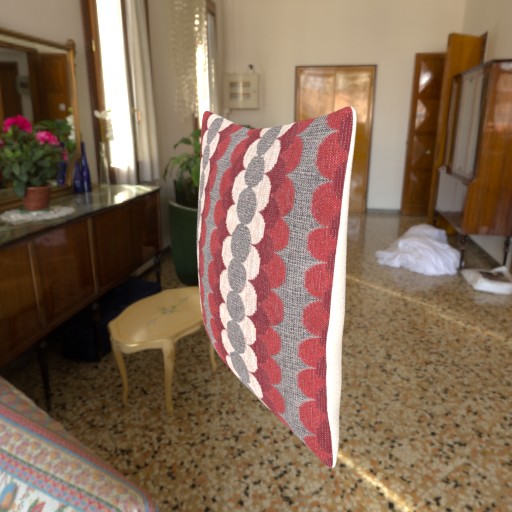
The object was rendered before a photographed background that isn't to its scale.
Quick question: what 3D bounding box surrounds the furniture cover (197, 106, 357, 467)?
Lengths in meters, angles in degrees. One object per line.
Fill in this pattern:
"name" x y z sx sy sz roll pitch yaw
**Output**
"furniture cover" 0.000 0.000 0.660 0.145 0.420 0.435 -8 19 -24
